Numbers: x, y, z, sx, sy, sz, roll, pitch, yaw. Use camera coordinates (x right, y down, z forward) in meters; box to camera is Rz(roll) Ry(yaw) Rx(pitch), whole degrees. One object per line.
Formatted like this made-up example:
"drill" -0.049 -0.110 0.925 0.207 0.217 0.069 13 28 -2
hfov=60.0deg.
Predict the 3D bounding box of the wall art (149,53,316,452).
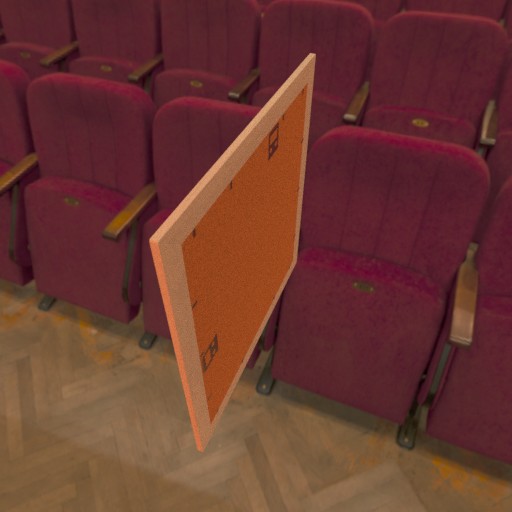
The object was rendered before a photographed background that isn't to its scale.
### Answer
"wall art" 0.000 0.000 0.884 0.013 0.584 0.584 16 47 16
